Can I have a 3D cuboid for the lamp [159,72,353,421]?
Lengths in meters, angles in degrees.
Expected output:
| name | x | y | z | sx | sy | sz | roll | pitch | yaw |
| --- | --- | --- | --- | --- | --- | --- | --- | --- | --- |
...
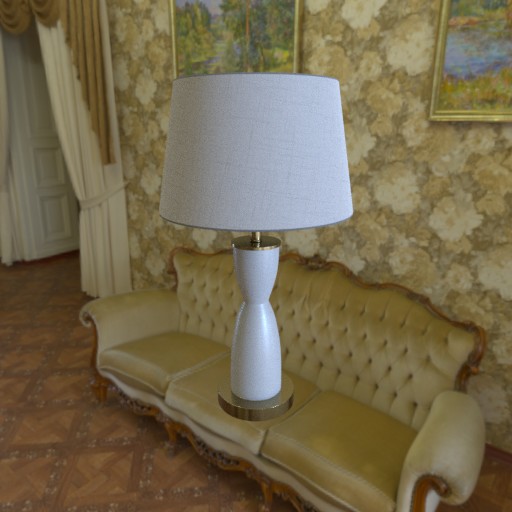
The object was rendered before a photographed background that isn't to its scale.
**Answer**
| name | x | y | z | sx | sy | sz | roll | pitch | yaw |
| --- | --- | --- | --- | --- | --- | --- | --- | --- | --- |
| lamp | 0.000 | 0.000 | 0.742 | 0.309 | 0.545 | 0.309 | 0 | 16 | 0 |
